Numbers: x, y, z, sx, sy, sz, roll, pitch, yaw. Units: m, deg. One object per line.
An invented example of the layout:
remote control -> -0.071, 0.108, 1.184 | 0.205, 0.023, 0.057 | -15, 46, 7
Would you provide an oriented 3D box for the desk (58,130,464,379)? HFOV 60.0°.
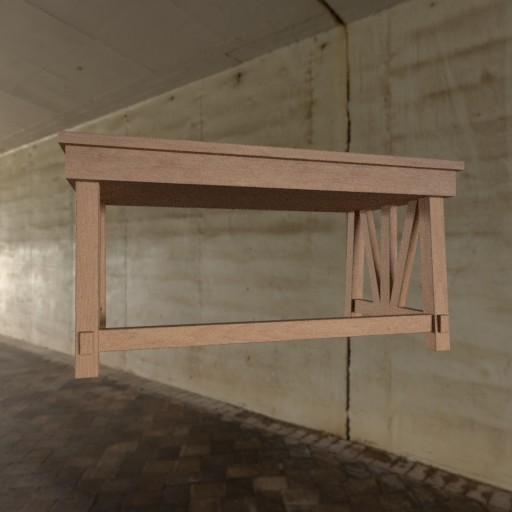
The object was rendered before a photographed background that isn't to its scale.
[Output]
desk -> 0.000, 0.000, 1.948 | 1.499, 0.762, 0.813 | 0, 0, -17
